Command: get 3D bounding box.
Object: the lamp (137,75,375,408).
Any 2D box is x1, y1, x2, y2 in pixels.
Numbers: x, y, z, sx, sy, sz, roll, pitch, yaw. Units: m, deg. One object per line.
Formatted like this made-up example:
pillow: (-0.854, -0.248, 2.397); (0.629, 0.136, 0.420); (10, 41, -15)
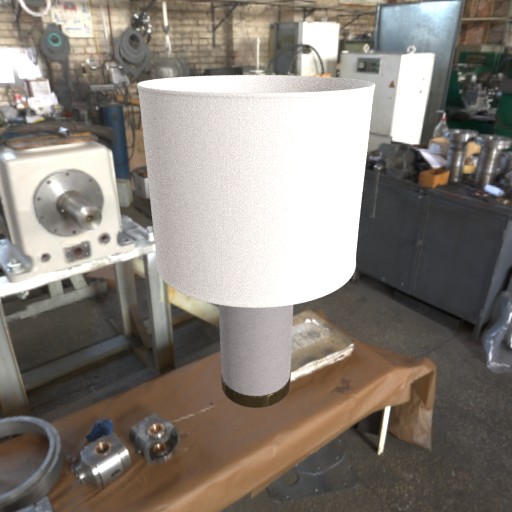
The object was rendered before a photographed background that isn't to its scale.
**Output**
lamp: (0.000, 0.000, 0.519); (0.229, 0.380, 0.229); (0, 25, 0)
